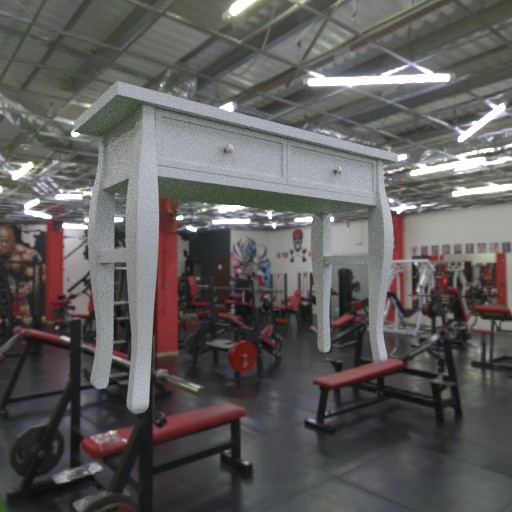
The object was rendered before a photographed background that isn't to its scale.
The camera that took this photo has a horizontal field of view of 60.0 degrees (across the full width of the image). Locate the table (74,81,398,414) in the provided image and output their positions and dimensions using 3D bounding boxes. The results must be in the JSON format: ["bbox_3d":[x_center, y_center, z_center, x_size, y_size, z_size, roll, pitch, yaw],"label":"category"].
[{"bbox_3d":[0.000,0.000,1.458,1.062,0.768,0.373,1,-2,-37],"label":"table"}]
